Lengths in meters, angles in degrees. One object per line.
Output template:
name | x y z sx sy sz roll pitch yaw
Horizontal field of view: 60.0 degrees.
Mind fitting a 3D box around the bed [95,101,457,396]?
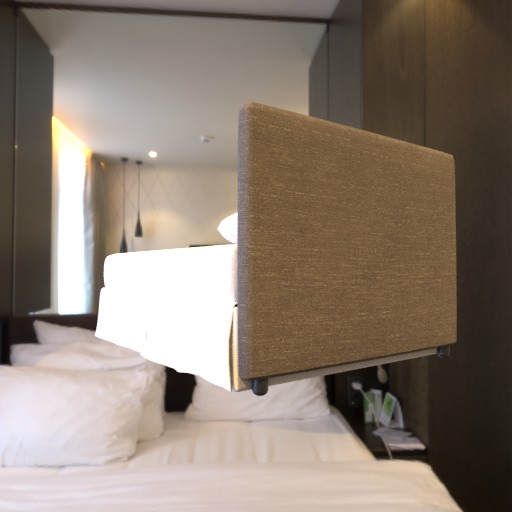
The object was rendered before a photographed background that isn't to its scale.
bed | 0.000 0.000 3.244 1.723 1.330 2.142 1 -2 -36
